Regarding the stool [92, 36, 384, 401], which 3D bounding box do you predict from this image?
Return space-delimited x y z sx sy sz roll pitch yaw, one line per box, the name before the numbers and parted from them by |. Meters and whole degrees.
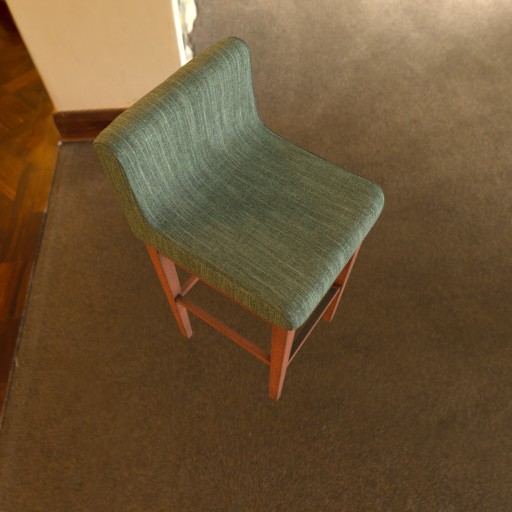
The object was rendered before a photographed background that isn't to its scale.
stool | 0.000 0.000 1.253 0.499 0.965 0.426 31 63 18
